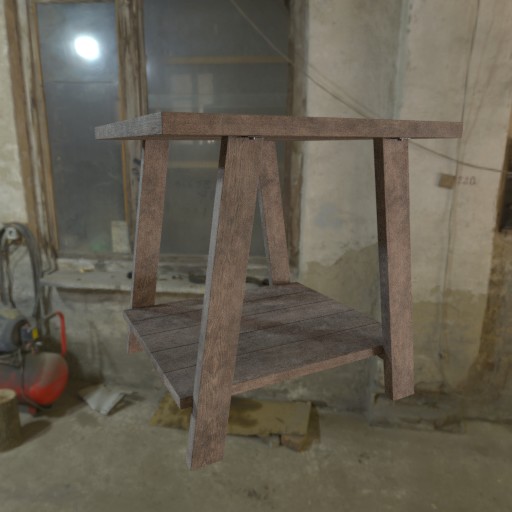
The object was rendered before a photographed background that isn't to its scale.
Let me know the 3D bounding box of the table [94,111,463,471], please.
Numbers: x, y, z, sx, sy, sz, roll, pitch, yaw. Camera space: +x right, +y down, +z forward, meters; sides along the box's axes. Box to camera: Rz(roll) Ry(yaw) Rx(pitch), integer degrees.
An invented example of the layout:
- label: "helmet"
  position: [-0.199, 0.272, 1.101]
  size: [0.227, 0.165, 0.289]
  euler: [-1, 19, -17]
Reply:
- label: "table"
  position: [0.000, 0.000, 1.076]
  size: [0.610, 0.610, 0.610]
  euler: [-7, 16, -27]
